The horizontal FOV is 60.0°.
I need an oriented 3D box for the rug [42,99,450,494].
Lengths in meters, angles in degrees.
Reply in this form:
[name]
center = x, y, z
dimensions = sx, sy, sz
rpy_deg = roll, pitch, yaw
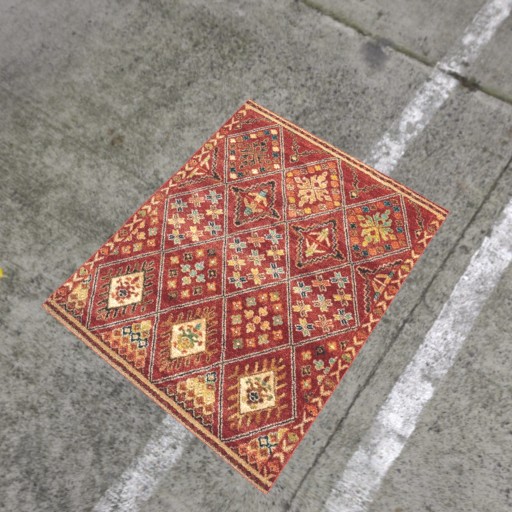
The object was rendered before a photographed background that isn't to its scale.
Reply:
[rug]
center = 0.000, 0.000, 4.155
dimensions = 2.489, 0.030, 3.086
rpy_deg = 34, 69, 15
